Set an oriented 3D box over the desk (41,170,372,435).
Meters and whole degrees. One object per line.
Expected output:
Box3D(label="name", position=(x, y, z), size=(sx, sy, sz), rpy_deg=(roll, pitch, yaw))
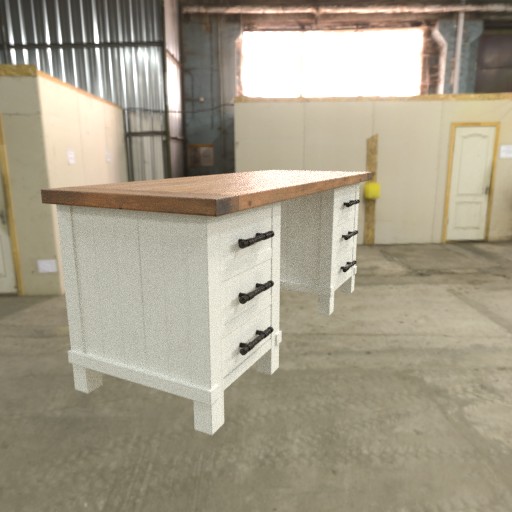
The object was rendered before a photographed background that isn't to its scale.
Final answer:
Box3D(label="desk", position=(0.000, 0.000, 2.193), size=(0.688, 0.760, 1.803), rpy_deg=(7, 15, 26))
